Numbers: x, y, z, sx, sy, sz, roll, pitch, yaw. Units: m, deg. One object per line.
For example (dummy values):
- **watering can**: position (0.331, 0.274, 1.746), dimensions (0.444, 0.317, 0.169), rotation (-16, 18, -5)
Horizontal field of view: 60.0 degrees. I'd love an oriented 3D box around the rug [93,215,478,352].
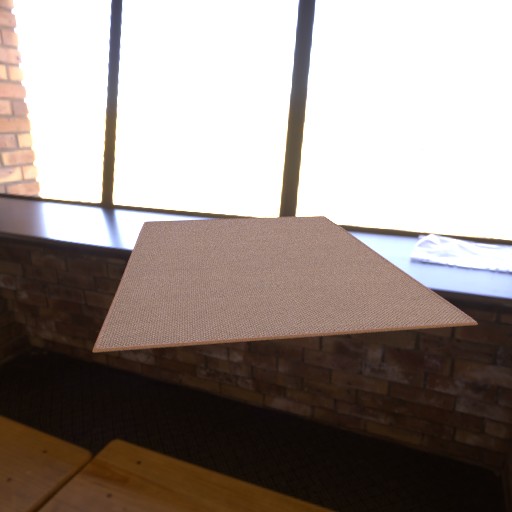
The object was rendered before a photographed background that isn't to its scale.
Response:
- **rug**: position (0.000, 0.000, 2.709), dimensions (1.524, 0.013, 2.134), rotation (-3, 17, -8)
